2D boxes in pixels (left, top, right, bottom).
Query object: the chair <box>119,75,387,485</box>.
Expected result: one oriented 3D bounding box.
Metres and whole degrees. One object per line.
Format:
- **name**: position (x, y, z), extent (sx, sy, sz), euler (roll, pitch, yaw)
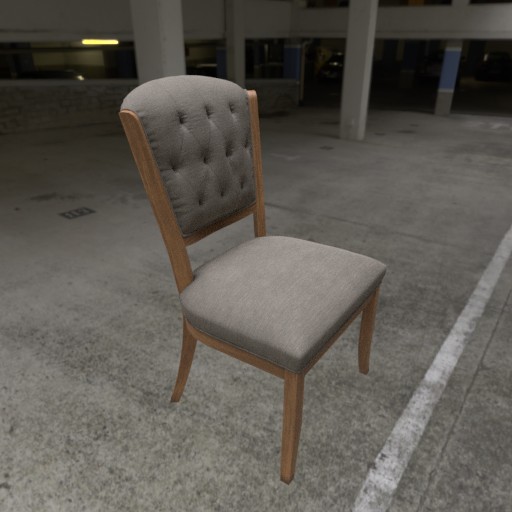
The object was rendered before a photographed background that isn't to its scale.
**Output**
- **chair**: position (0.000, 0.000, 1.231), extent (0.584, 0.905, 0.513), euler (18, 32, 31)
